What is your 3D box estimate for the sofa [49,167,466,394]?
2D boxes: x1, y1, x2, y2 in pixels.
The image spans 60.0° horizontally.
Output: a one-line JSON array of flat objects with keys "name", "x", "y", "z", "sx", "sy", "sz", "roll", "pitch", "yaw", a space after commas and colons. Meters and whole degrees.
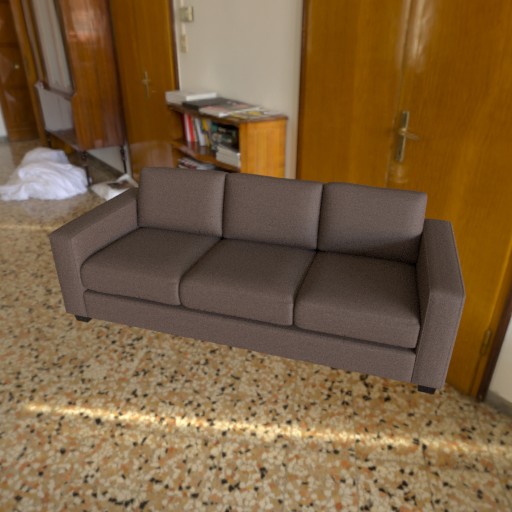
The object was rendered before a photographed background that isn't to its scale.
[{"name": "sofa", "x": 0.000, "y": 0.000, "z": 2.620, "sx": 2.160, "sy": 0.806, "sz": 0.900, "roll": 8, "pitch": 28, "yaw": 16}]
